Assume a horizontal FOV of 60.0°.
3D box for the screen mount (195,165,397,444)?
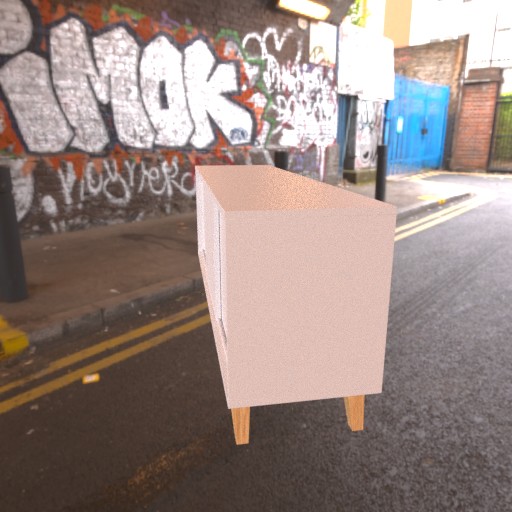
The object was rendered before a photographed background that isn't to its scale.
[{"bbox_3d":[0.000,0.000,1.778,0.400,0.619,1.490,-3,16,-10],"label":"screen mount"}]
